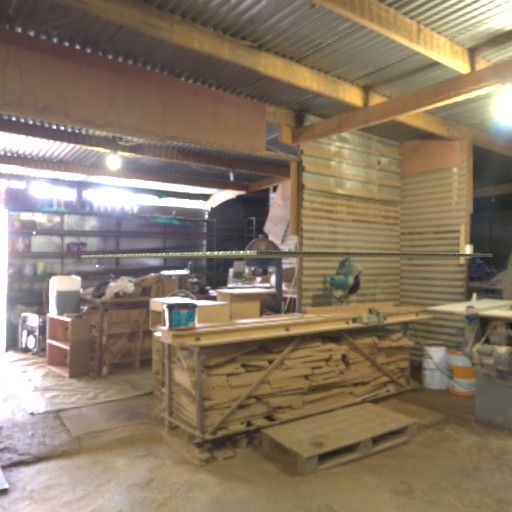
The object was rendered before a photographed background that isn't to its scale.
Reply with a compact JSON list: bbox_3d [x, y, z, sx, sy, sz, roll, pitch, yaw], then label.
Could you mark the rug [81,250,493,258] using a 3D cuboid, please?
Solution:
[{"bbox_3d":[0.000,0.000,2.757,1.543,0.015,2.144,0,-1,-36],"label":"rug"}]
